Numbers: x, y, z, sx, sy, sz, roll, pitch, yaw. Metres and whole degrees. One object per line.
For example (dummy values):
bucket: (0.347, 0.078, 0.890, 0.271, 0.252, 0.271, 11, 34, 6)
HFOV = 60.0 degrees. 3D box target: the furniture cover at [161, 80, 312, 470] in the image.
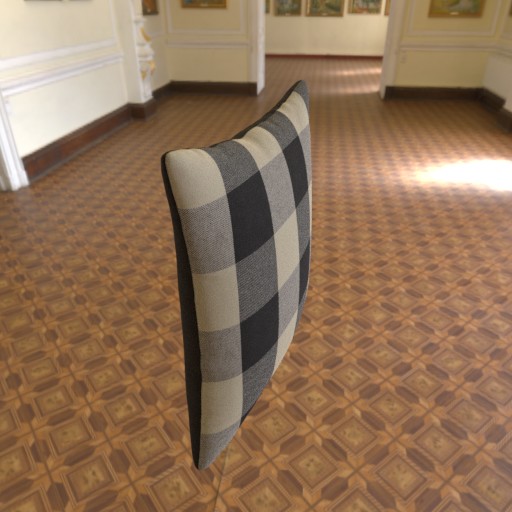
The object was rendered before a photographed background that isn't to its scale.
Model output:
furniture cover: (0.000, 0.000, 0.773, 0.161, 0.509, 0.511, 11, 32, 18)
